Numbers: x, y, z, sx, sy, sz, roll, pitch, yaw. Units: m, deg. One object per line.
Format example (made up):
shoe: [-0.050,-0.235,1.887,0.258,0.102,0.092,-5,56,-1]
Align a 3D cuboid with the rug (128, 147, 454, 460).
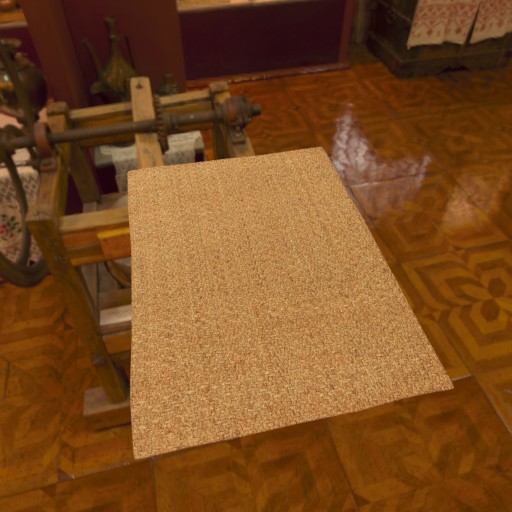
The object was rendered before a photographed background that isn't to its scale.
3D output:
rug: [0.000,0.000,2.742,1.566,0.013,2.141,-9,47,-9]
